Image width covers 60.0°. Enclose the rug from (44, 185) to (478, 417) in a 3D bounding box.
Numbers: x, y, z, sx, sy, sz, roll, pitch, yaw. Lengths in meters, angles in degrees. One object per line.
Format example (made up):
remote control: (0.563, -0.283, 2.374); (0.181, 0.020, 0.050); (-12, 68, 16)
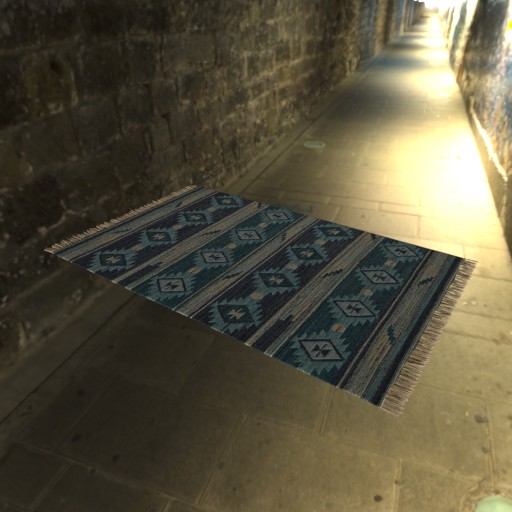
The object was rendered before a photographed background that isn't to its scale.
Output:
rug: (0.000, 0.000, 2.300); (1.936, 0.028, 1.181); (19, 35, 30)
